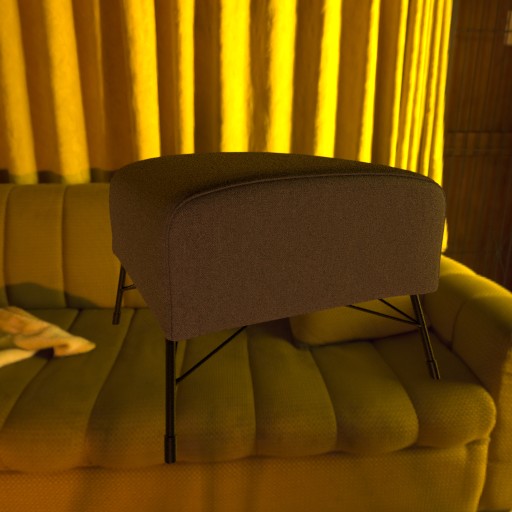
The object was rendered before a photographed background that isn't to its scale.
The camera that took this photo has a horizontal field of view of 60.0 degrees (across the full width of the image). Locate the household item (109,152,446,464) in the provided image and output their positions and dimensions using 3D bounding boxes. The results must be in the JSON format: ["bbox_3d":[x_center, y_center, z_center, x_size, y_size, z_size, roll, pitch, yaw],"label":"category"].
[{"bbox_3d":[0.000,0.000,0.904,0.530,0.410,0.530,-7,17,-24],"label":"household item"}]
